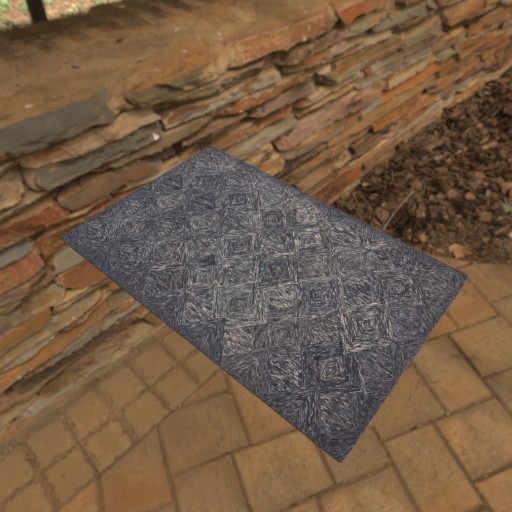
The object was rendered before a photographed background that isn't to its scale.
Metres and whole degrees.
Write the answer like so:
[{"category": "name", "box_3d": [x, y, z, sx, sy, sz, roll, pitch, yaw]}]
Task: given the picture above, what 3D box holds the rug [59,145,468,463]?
[{"category": "rug", "box_3d": [0.000, 0.000, 2.238, 1.754, 0.010, 1.139, 32, 55, 26]}]
